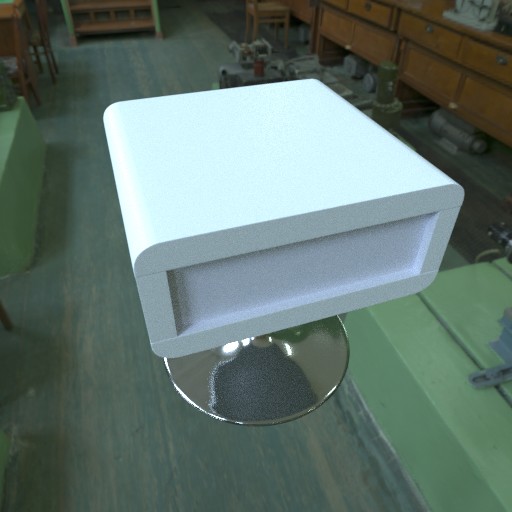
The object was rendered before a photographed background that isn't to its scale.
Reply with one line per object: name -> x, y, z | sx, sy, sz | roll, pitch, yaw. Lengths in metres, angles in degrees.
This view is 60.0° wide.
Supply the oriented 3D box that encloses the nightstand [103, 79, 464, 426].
nightstand -> 0.000, 0.000, 0.764 | 0.399, 0.447, 0.404 | -12, 41, -15
